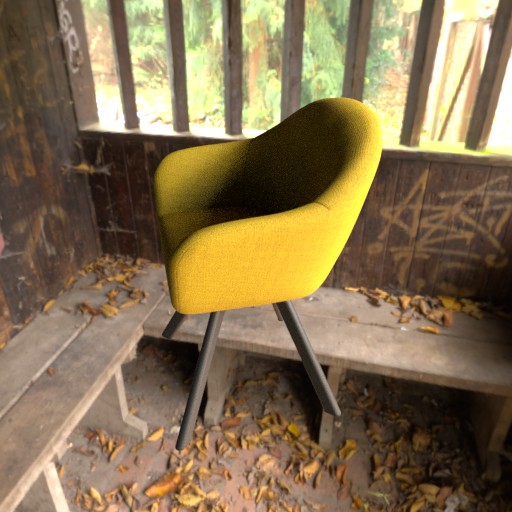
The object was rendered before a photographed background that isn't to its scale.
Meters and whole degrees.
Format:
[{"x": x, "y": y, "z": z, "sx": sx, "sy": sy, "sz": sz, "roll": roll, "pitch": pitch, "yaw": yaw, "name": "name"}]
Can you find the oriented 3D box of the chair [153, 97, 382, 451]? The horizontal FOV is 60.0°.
[{"x": 0.000, "y": 0.000, "z": 1.205, "sx": 0.550, "sy": 0.795, "sz": 0.590, "roll": -7, "pitch": 29, "yaw": -13, "name": "chair"}]
